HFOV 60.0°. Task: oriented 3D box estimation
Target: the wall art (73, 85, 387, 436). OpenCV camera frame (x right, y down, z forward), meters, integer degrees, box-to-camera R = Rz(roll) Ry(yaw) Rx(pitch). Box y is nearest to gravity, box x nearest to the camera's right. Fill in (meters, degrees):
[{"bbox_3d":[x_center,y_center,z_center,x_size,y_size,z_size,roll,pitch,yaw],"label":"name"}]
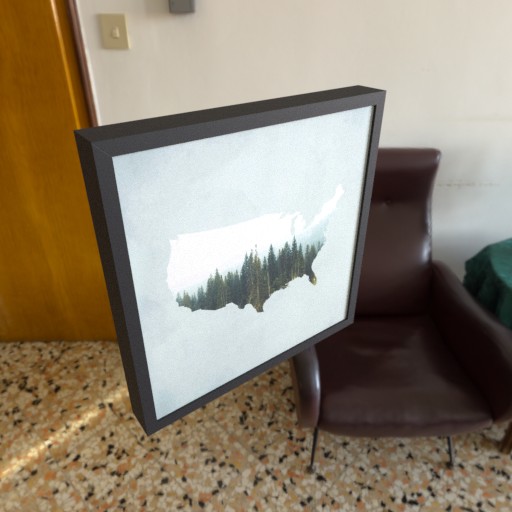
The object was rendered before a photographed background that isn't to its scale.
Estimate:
[{"bbox_3d":[0.000,0.000,0.466,0.304,0.304,0.038,-21,37,-31],"label":"wall art"}]
